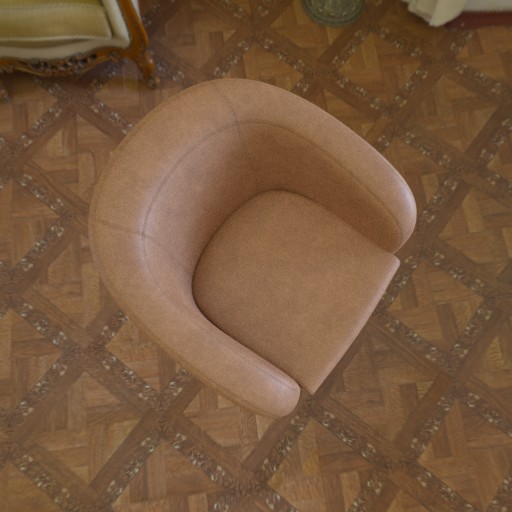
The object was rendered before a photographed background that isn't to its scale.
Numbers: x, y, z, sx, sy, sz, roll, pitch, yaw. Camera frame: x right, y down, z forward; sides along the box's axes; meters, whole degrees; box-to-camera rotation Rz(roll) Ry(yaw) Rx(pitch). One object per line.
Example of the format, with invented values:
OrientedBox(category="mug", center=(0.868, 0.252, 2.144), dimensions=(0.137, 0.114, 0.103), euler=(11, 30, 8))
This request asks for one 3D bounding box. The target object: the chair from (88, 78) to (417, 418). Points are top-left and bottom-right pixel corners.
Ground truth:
OrientedBox(category="chair", center=(0.000, 0.000, 1.443), dimensions=(0.815, 0.771, 0.791), euler=(35, 78, 9))
